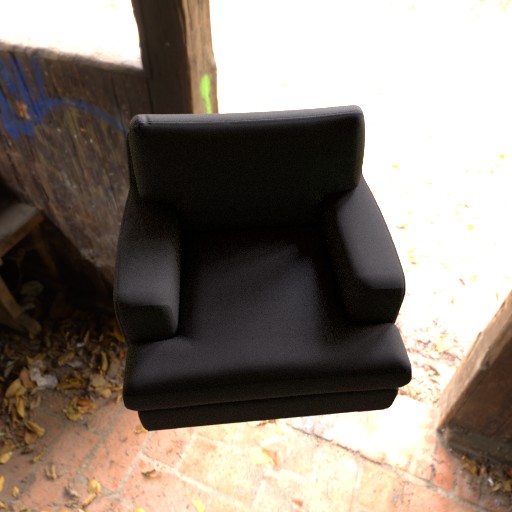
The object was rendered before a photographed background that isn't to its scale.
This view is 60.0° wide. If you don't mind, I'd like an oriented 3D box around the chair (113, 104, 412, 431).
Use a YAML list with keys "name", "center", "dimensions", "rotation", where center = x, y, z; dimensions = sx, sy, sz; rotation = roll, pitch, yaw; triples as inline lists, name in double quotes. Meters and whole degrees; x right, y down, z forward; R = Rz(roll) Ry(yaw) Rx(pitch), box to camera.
- name: "chair"
  center: [0.000, 0.000, 1.928]
  dimensions: [1.168, 0.940, 1.143]
  rotation: [-4, 46, -4]
